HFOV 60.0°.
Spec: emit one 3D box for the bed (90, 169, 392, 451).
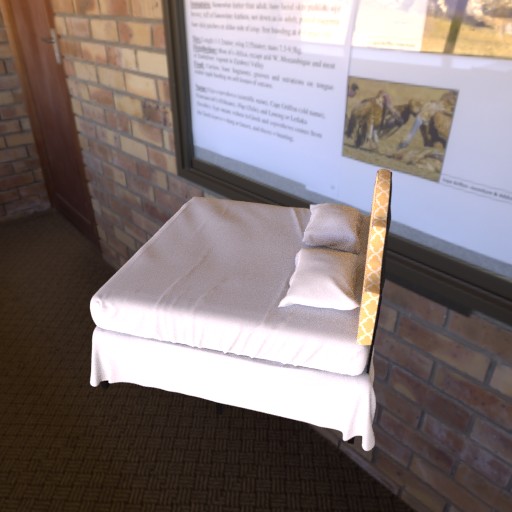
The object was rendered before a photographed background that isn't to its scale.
[{"bbox_3d":[0.000,0.000,3.737,2.222,1.601,2.314,8,31,13],"label":"bed"}]
